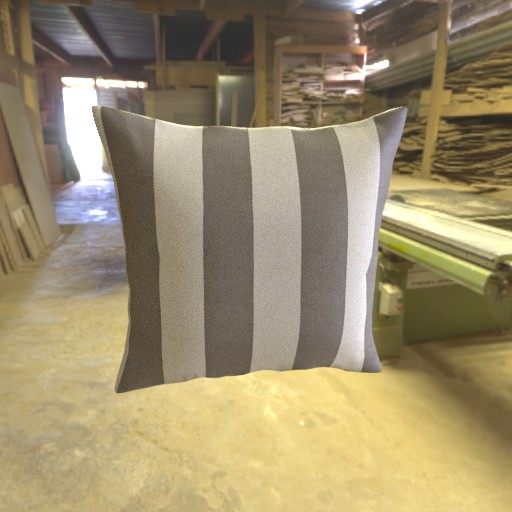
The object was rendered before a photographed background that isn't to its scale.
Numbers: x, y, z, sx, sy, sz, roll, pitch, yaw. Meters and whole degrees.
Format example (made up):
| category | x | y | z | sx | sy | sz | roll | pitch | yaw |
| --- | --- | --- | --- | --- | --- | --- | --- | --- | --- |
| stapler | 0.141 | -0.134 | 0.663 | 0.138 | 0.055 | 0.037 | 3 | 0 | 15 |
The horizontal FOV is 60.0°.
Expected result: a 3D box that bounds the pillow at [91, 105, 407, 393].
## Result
| category | x | y | z | sx | sy | sz | roll | pitch | yaw |
| --- | --- | --- | --- | --- | --- | --- | --- | --- | --- |
| pillow | 0.000 | 0.000 | 0.786 | 0.522 | 0.507 | 0.192 | -2 | 16 | -9 |
